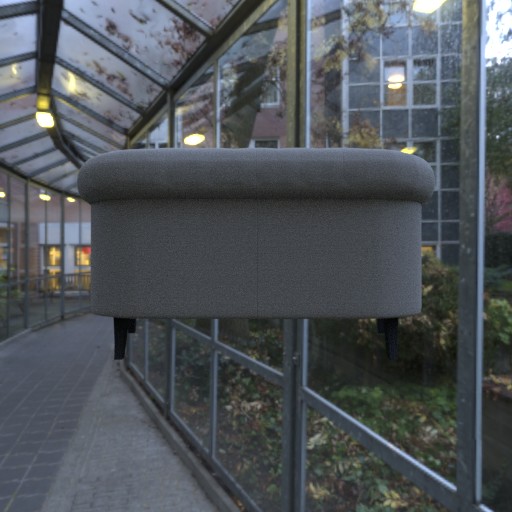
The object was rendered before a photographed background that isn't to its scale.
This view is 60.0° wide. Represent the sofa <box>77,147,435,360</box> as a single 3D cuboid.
[{"bbox_3d":[0.000,0.000,2.026,1.558,0.827,0.835,0,0,0],"label":"sofa"}]
